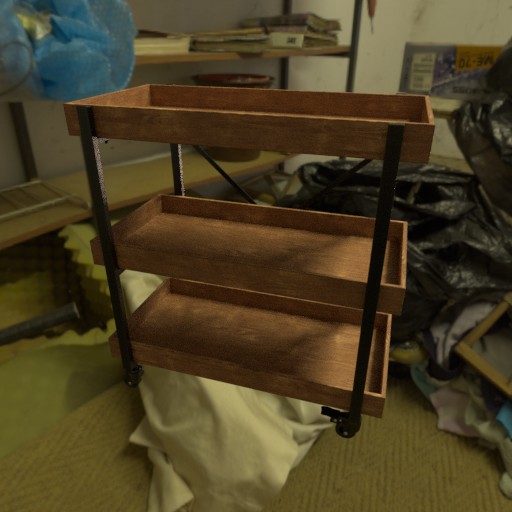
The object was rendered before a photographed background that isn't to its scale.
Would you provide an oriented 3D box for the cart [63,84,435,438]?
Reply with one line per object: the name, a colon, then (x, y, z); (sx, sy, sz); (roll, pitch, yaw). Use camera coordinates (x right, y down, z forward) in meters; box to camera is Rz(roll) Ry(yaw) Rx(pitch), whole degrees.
cart: (0.000, 0.000, 1.186); (0.750, 0.800, 0.411); (8, 29, 15)
